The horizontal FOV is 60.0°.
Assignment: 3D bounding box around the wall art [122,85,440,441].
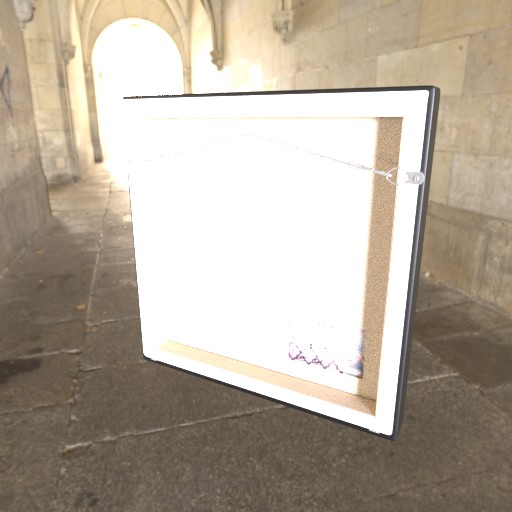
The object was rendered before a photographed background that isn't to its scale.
[{"bbox_3d":[0.000,0.000,0.585,0.406,0.407,0.041,9,19,28],"label":"wall art"}]
